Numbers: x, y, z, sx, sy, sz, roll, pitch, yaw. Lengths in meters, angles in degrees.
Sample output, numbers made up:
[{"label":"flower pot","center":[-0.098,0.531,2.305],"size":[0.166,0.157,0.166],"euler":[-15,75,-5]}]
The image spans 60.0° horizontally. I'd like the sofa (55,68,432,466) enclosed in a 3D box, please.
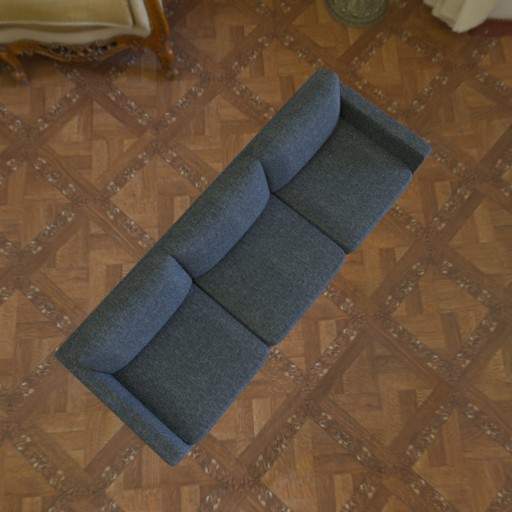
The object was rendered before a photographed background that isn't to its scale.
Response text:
[{"label":"sofa","center":[0.000,0.000,2.605],"size":[0.859,0.874,2.218],"euler":[39,79,9]}]
